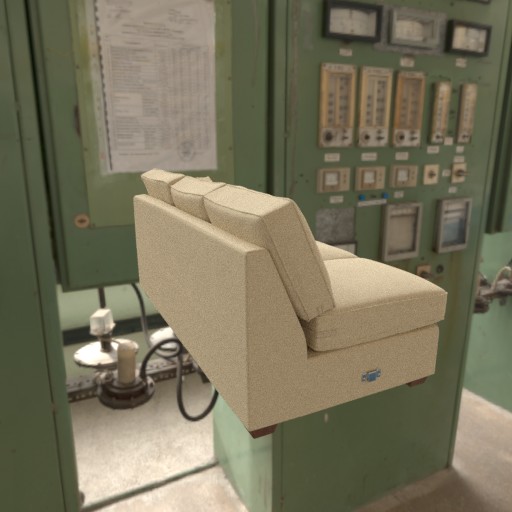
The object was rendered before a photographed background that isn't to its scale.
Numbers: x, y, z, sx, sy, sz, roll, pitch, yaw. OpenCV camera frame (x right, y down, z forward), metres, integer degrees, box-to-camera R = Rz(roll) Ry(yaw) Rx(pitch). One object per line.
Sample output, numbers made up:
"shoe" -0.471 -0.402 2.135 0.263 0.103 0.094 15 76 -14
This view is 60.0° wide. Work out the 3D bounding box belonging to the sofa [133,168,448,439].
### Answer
"sofa" 0.000 0.000 2.629 1.034 0.946 1.963 -7 16 -25
